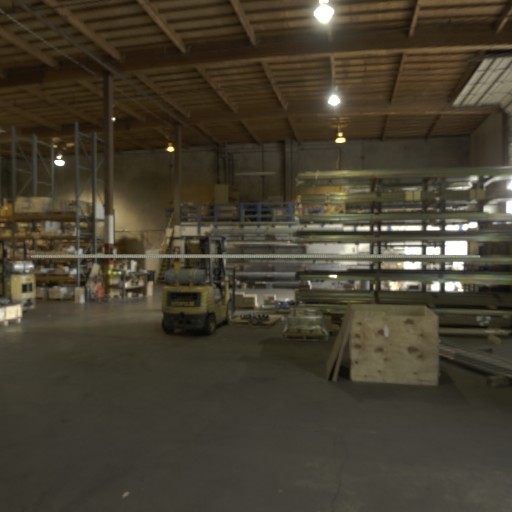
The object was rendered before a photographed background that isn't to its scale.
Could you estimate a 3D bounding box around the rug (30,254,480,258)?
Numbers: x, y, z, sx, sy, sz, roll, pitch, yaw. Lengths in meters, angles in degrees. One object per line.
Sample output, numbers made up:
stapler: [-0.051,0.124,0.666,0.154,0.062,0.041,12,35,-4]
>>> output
rug: [0.000,0.000,2.574,2.276,0.014,0.678,0,0,-1]
